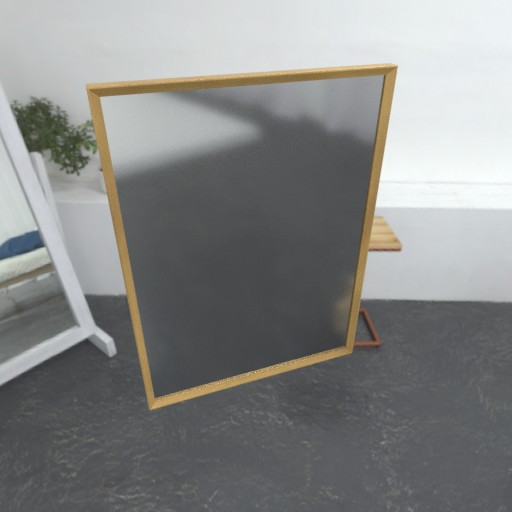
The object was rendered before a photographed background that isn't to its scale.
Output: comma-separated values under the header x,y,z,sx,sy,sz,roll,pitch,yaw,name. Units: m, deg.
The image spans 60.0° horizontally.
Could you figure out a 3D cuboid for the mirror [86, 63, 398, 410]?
x,y,z,sx,sy,sz,roll,pitch,yaw,name
0.000,0.000,1.314,0.762,1.016,0.041,-11,34,-17,mirror
